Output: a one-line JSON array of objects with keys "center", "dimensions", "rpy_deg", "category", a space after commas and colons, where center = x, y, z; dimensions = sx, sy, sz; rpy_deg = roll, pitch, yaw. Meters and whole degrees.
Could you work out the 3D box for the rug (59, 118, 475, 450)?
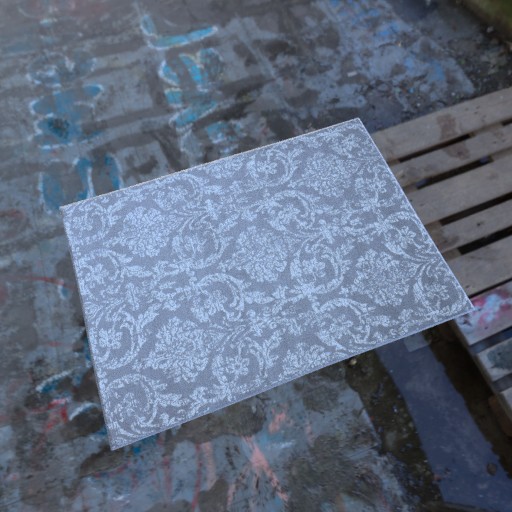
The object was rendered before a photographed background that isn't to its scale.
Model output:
[{"center": [0.000, 0.000, 2.794], "dimensions": [2.206, 0.014, 1.578], "rpy_deg": [-19, 66, -8], "category": "rug"}]
